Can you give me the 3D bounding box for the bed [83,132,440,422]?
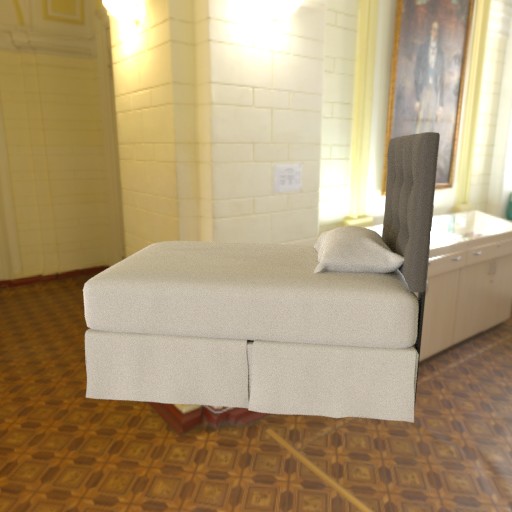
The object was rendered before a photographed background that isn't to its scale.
[{"bbox_3d":[0.000,0.000,2.997,1.997,1.571,1.261,2,14,8],"label":"bed"}]
